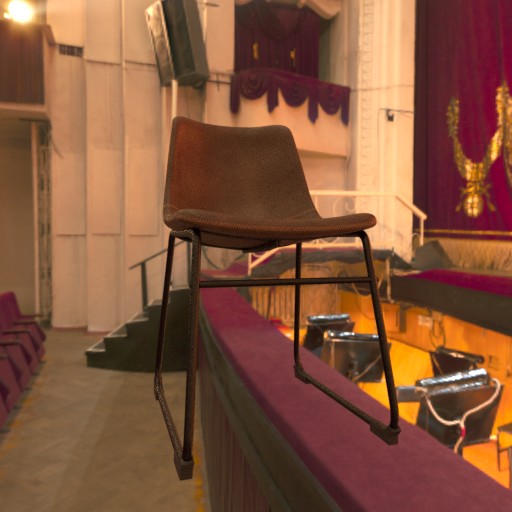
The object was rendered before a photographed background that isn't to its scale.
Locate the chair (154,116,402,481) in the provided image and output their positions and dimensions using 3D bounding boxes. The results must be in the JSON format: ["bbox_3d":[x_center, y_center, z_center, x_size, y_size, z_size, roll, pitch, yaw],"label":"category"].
[{"bbox_3d":[0.000,0.000,1.096,0.460,0.780,0.551,-1,2,-18],"label":"chair"}]
